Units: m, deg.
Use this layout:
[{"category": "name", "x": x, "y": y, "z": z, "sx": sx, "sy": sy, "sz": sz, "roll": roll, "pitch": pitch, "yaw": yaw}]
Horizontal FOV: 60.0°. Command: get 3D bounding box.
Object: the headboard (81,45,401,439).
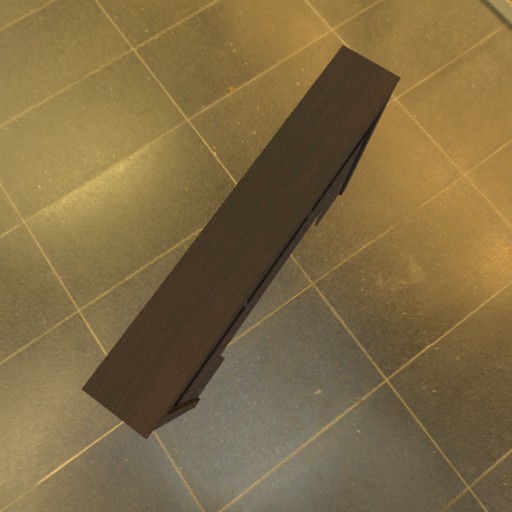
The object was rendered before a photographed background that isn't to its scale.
[{"category": "headboard", "x": 0.000, "y": 0.000, "z": 2.178, "sx": 0.279, "sy": 1.092, "sz": 1.671, "roll": 34, "pitch": 78, "yaw": 8}]
